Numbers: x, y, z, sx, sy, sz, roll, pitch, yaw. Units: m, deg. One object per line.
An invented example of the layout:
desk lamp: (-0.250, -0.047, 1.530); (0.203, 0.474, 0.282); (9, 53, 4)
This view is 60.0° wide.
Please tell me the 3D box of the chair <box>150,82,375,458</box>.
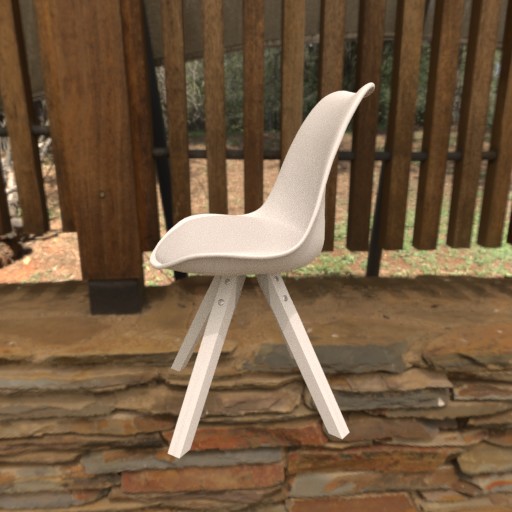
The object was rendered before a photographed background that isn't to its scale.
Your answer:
chair: (0.000, 0.000, 1.179); (0.550, 0.850, 0.485); (-3, 16, -9)
